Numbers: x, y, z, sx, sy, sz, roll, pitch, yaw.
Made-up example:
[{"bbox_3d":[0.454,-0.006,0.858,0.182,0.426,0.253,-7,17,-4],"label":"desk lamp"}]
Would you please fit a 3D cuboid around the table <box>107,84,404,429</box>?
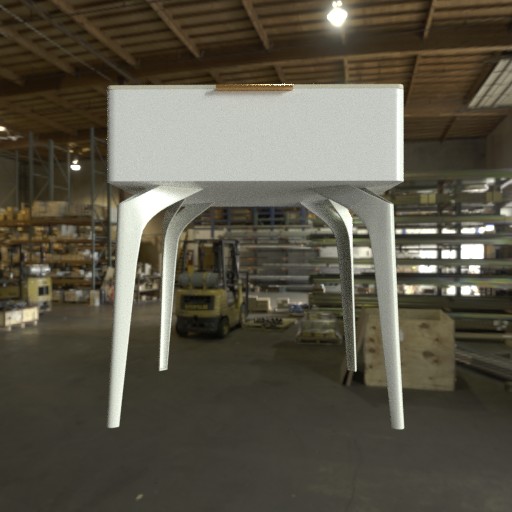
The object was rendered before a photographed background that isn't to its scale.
[{"bbox_3d":[0.000,0.000,0.918,0.500,0.570,0.400,0,0,1],"label":"table"}]
